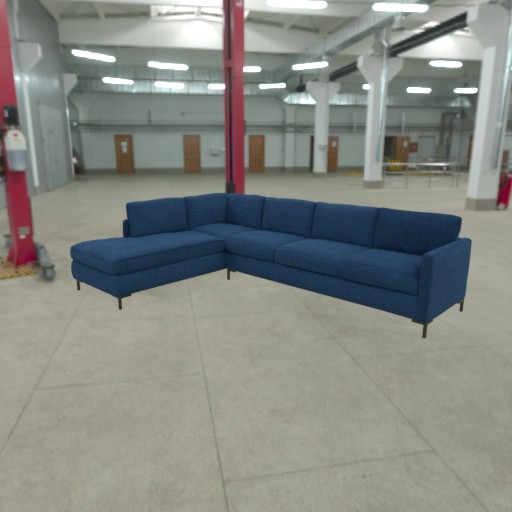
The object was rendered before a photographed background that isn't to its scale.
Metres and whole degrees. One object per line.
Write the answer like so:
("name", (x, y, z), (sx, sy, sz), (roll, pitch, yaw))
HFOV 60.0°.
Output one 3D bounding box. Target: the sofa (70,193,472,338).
("sofa", (0.000, 0.000, 3.853), (2.949, 0.815, 2.007), (13, 19, 42))
